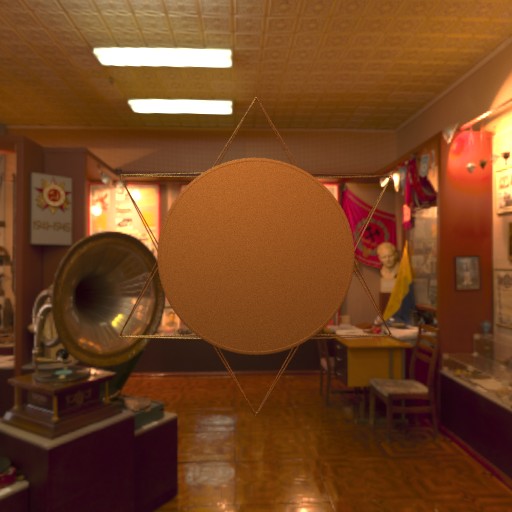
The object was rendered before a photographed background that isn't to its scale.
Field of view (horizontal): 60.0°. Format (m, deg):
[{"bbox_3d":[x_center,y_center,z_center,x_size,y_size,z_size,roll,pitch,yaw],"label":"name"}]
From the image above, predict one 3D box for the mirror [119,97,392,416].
[{"bbox_3d":[0.000,0.000,0.808,0.498,0.581,0.062,0,-1,-1],"label":"mirror"}]
